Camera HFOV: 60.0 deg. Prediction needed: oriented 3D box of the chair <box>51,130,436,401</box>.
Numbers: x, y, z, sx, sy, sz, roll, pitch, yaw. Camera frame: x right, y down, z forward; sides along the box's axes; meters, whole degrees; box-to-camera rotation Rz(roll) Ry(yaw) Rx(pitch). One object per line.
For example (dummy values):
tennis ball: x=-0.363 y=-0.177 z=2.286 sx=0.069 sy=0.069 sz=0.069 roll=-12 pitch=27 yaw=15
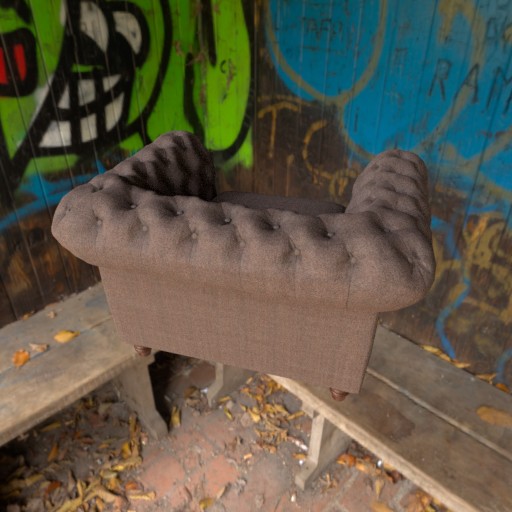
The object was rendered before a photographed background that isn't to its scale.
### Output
chair: x=0.000 y=0.000 z=1.855 sx=1.298 sy=0.780 sz=0.945 roll=9 pitch=33 yaw=14
